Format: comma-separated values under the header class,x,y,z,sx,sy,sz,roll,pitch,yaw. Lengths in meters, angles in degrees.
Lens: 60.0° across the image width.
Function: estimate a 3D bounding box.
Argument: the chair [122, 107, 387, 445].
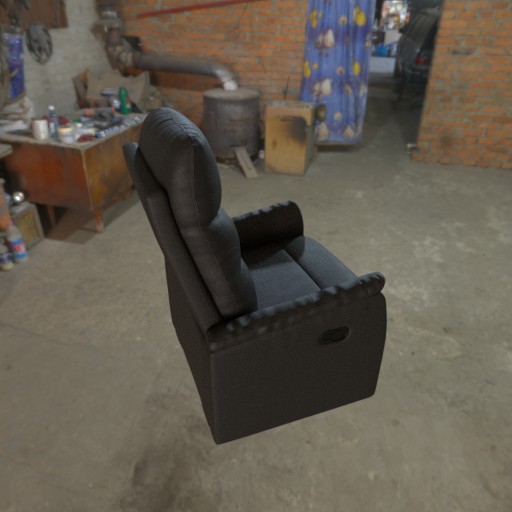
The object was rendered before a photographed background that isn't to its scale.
class,x,y,z,sx,sy,sz,roll,pitch,yaw
chair,0.000,0.000,1.699,0.831,1.082,0.775,-10,31,-18
